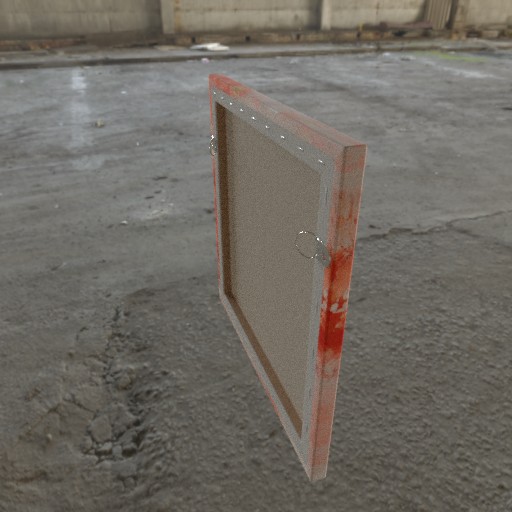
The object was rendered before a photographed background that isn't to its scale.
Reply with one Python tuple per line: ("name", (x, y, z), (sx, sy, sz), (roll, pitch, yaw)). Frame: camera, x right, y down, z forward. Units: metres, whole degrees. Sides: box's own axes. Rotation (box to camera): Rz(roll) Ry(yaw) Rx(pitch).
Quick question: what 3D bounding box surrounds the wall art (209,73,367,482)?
("wall art", (0.000, 0.000, 1.094), (0.064, 0.746, 0.747), (-10, 31, -17))
